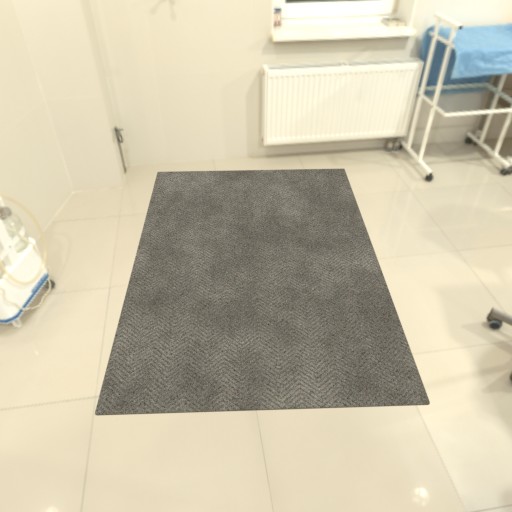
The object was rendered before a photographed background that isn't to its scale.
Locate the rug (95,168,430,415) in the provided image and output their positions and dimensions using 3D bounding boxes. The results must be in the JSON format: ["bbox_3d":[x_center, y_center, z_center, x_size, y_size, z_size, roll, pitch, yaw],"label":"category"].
[{"bbox_3d":[0.000,0.000,2.952,1.600,0.008,2.235,-1,41,-1],"label":"rug"}]
